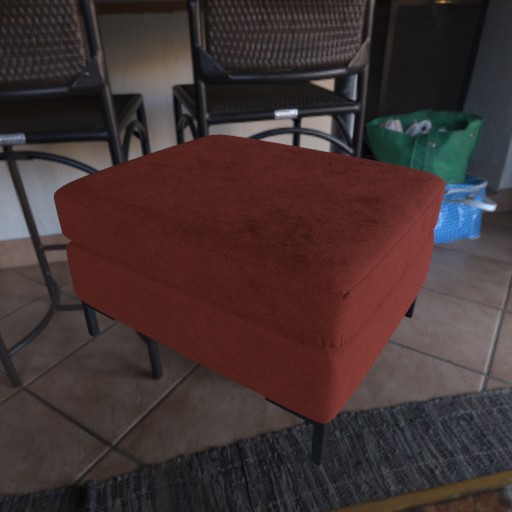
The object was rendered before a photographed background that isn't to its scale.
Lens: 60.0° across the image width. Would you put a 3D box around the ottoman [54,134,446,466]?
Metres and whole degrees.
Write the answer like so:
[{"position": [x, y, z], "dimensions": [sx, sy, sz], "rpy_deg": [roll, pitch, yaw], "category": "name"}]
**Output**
[{"position": [0.000, 0.000, 1.186], "dimensions": [0.782, 0.462, 0.650], "rpy_deg": [19, 34, 29], "category": "ottoman"}]
